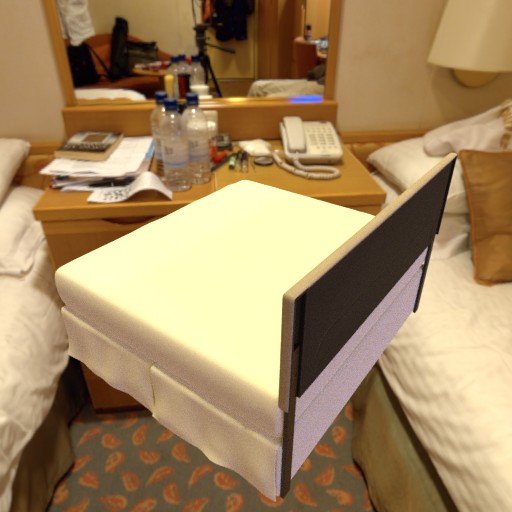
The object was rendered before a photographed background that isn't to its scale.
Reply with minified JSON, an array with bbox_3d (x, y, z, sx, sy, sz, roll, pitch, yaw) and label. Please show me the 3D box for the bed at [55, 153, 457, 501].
[{"bbox_3d":[0.000,0.000,3.174,1.914,1.346,2.170,21,37,31],"label":"bed"}]
